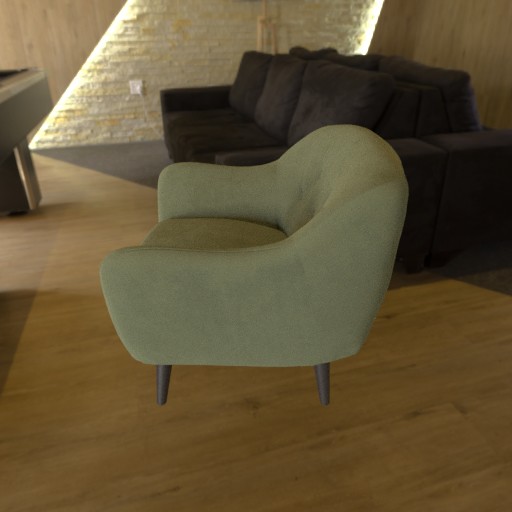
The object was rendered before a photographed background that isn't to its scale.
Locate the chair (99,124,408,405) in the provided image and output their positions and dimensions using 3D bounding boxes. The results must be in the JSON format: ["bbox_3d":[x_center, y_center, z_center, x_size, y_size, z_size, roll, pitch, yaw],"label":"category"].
[{"bbox_3d":[0.000,0.000,1.523,0.819,0.804,0.840,0,27,0],"label":"chair"}]
